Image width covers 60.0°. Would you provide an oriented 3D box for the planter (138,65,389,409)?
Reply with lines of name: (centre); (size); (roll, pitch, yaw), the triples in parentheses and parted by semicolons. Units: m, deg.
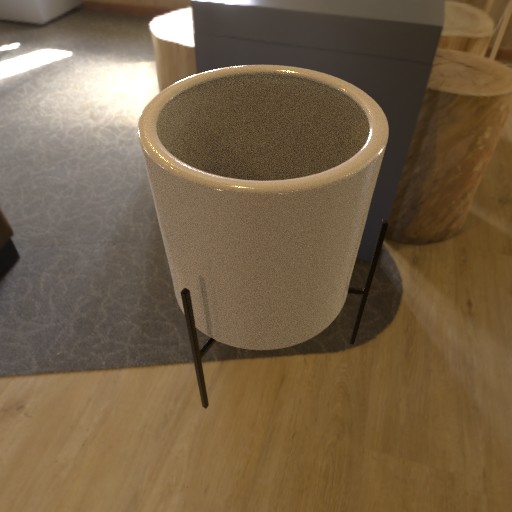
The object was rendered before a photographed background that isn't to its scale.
planter: (0.000, 0.000, 0.644); (0.307, 0.431, 0.308); (25, 51, 22)
